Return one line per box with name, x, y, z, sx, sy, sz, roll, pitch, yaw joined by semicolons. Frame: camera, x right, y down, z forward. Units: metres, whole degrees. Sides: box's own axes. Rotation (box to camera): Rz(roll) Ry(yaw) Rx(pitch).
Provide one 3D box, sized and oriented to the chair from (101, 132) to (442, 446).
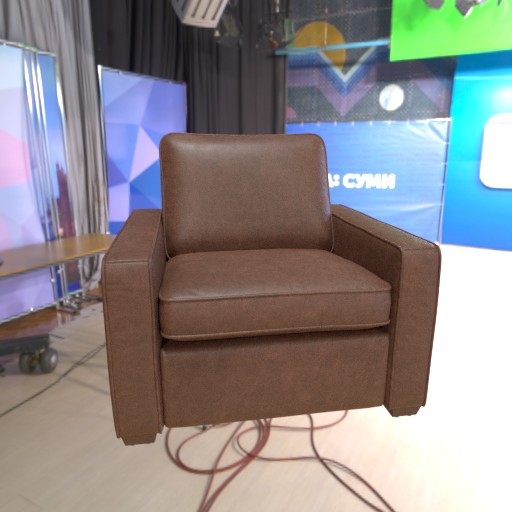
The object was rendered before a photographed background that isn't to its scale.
chair;0.000;0.000;1.699;1.017;0.919;0.940;-2;15;-9
